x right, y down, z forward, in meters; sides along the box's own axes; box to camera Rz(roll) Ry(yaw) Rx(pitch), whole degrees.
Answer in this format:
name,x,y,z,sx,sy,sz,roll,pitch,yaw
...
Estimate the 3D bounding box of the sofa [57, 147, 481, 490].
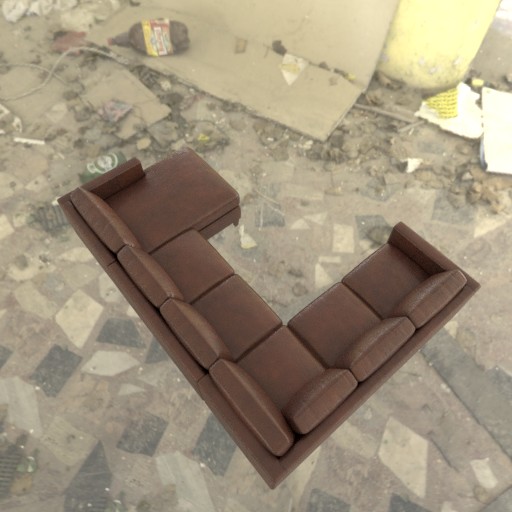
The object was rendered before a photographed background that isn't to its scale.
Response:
name,x,y,z,sx,sy,sz,roll,pitch,yaw
sofa,0.000,0.000,4.425,2.452,0.891,3.324,-35,64,-20
